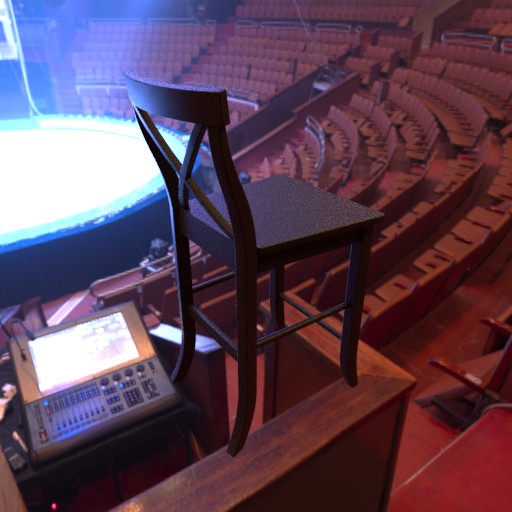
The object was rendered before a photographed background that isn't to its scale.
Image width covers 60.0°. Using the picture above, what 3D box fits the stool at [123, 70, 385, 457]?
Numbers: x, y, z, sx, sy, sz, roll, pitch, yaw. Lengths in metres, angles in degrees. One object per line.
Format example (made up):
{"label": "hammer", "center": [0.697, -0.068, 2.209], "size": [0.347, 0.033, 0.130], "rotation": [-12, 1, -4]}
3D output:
{"label": "stool", "center": [0.000, 0.000, 1.284], "size": [0.559, 0.989, 0.452], "rotation": [-19, 33, -31]}
